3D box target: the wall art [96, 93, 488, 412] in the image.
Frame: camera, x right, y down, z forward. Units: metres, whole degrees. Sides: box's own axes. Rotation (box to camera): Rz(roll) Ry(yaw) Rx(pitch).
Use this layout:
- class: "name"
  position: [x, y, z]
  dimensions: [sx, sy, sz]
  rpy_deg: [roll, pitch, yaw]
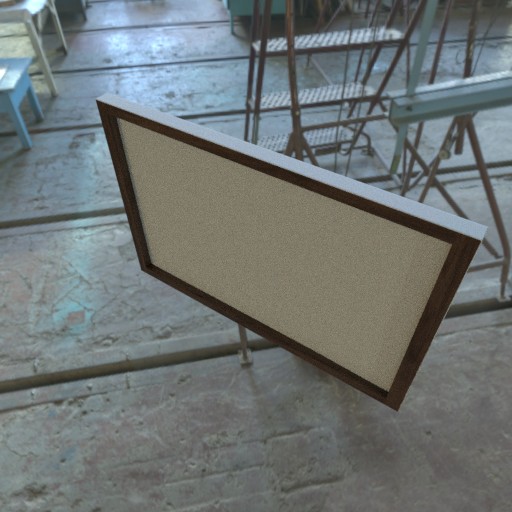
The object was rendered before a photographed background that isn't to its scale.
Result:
- class: "wall art"
  position: [0.000, 0.000, 1.407]
  dimensions: [1.138, 0.761, 0.051]
  rpy_deg: [25, 50, 23]
